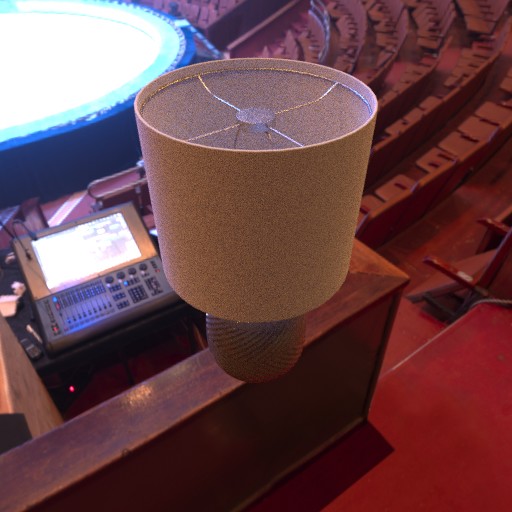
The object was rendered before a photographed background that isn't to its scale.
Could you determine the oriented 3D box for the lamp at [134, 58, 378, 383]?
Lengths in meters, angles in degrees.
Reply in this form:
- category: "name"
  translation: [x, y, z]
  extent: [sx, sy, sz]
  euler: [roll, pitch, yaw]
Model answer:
- category: "lamp"
  translation: [0.000, 0.000, 0.502]
  extent: [0.207, 0.366, 0.207]
  euler: [-26, 47, -27]
